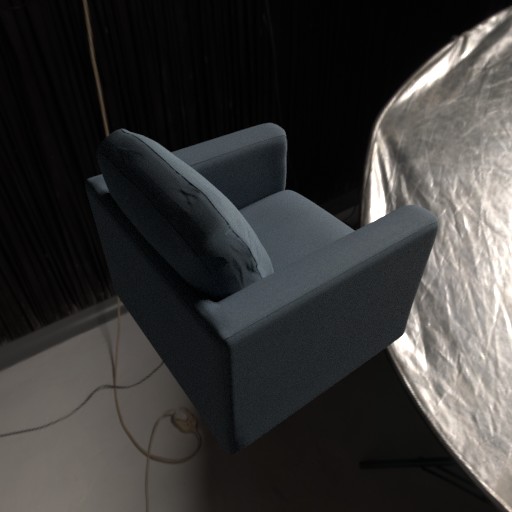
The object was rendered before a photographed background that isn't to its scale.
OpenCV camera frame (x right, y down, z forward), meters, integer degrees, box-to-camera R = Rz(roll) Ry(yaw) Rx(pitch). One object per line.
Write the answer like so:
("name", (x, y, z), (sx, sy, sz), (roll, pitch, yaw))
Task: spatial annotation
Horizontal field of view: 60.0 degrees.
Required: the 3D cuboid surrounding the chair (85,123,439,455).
("chair", (0.000, 0.000, 1.548), (0.820, 0.922, 0.855), (-26, 47, -27))
